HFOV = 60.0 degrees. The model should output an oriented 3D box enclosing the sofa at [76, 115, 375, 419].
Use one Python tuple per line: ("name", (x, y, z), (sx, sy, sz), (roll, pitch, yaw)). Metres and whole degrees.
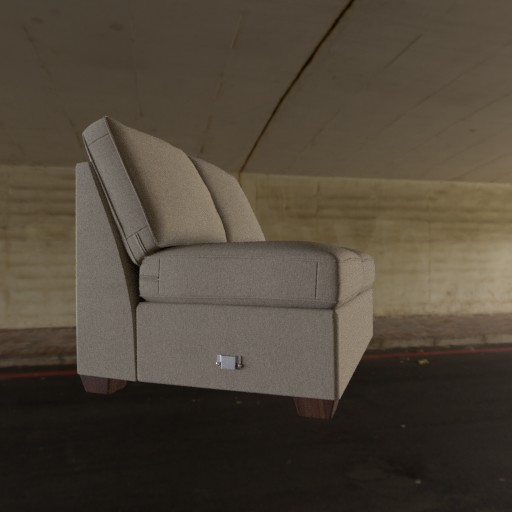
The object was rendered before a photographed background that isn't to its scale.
("sofa", (0.000, 0.000, 2.027), (0.978, 1.006, 1.232), (0, -1, 19))
